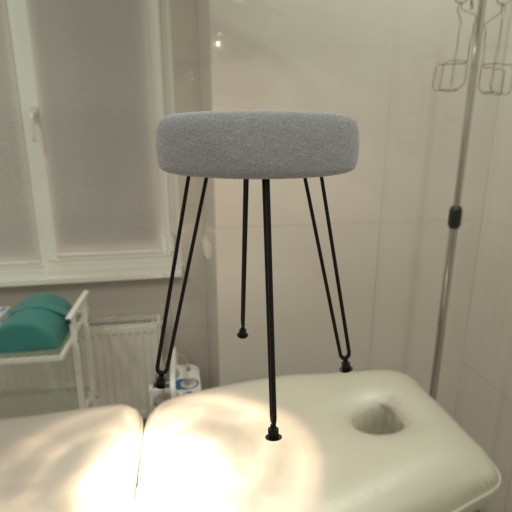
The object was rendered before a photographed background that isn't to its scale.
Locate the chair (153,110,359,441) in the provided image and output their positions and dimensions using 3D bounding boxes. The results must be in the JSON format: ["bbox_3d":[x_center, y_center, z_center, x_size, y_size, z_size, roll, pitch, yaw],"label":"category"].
[{"bbox_3d":[0.000,0.000,0.715,0.350,0.440,0.350,-3,16,-9],"label":"chair"}]
